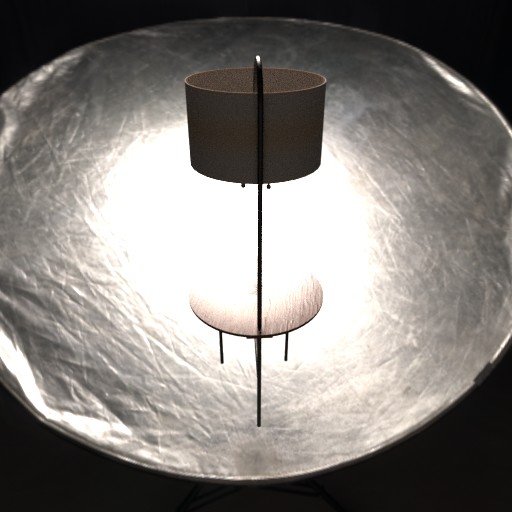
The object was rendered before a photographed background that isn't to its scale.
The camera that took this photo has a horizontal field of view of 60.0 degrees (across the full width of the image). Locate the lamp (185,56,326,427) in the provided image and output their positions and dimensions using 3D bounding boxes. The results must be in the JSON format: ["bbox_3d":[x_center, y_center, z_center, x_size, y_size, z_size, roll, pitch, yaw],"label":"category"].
[{"bbox_3d":[0.000,0.000,1.804,0.573,1.517,0.573,0,31,0],"label":"lamp"}]
